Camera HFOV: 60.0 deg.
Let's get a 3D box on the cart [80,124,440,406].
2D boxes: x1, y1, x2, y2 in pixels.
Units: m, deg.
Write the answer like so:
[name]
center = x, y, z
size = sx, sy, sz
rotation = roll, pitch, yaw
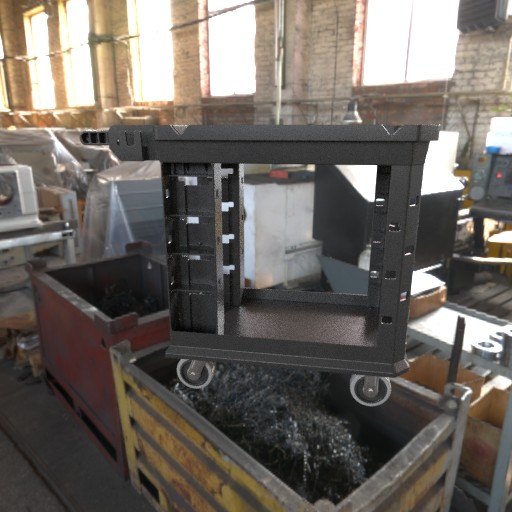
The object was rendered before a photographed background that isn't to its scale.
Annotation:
[cart]
center = 0.000, 0.000, 1.563
size = 1.061, 0.884, 0.497
rotation = 3, 16, 9
